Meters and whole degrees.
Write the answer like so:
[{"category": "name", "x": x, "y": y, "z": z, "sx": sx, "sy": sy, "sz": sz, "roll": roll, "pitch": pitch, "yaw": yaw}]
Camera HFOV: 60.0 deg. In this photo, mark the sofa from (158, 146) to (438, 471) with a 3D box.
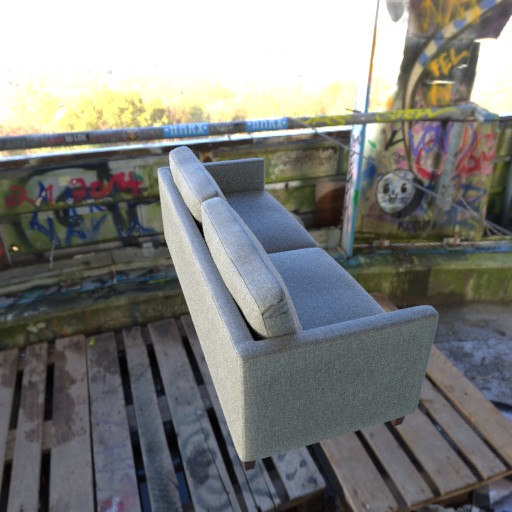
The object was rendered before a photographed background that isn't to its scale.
[{"category": "sofa", "x": 0.000, "y": 0.000, "z": 2.921, "sx": 0.948, "sy": 0.951, "sz": 2.434, "roll": -9, "pitch": 31, "yaw": -16}]
